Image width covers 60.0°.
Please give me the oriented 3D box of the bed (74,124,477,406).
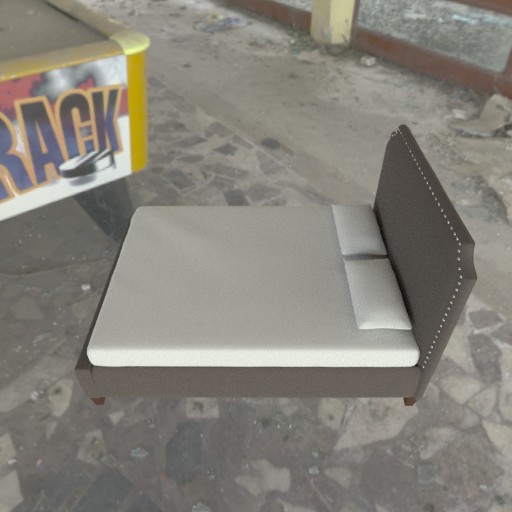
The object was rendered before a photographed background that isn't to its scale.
[{"bbox_3d":[0.000,0.000,3.328,2.372,1.443,1.713,0,41,0],"label":"bed"}]
